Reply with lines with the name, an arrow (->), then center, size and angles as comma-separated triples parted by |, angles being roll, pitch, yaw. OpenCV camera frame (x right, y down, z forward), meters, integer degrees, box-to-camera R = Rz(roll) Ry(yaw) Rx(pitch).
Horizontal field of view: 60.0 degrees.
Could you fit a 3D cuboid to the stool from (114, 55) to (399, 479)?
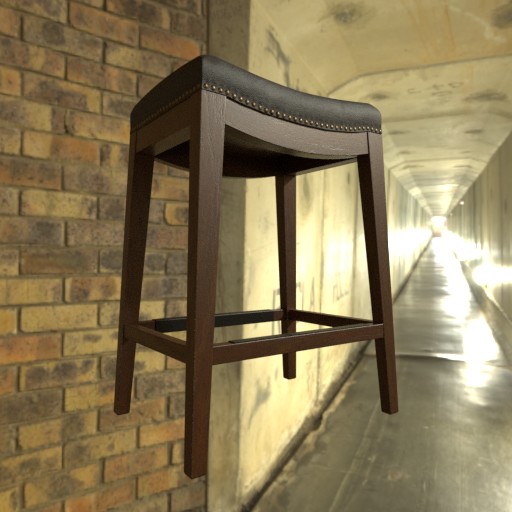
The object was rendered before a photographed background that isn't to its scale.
stool -> 0.000, 0.000, 0.940 | 0.490, 0.664, 0.353 | 0, 0, -36
